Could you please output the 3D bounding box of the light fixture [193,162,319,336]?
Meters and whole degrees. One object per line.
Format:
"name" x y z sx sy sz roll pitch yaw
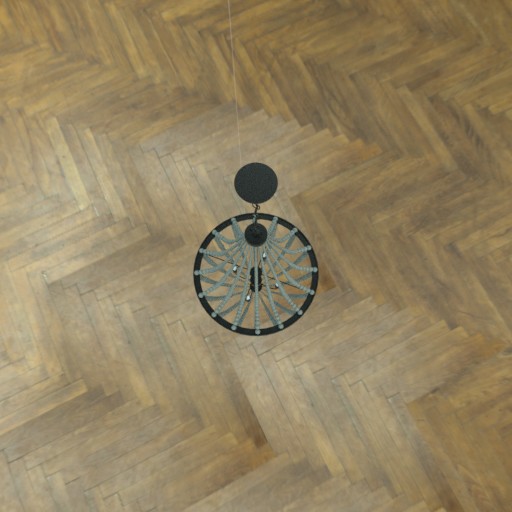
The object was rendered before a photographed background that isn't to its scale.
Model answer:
"light fixture" 0.000 0.000 1.345 0.450 1.133 0.450 0 77 0
